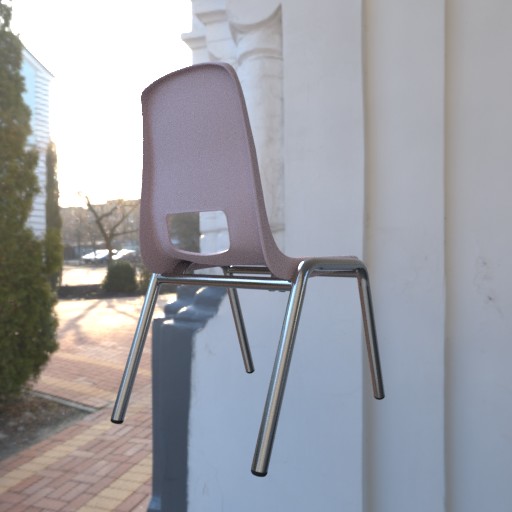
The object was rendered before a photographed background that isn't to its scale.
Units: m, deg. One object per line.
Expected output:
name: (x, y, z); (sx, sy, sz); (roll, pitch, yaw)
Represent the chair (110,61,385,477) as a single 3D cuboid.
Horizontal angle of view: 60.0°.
chair: (0.000, 0.000, 0.842); (0.354, 0.586, 0.423); (0, 0, 36)
